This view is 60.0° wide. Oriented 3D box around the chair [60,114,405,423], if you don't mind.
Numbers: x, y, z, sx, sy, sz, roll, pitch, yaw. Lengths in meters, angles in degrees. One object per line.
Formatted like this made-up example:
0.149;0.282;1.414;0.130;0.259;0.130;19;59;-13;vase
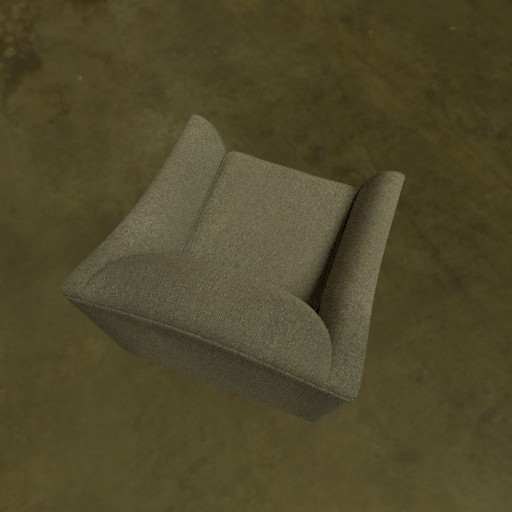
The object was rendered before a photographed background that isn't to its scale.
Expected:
0.000;0.000;1.449;0.763;0.839;0.787;18;66;8;chair
